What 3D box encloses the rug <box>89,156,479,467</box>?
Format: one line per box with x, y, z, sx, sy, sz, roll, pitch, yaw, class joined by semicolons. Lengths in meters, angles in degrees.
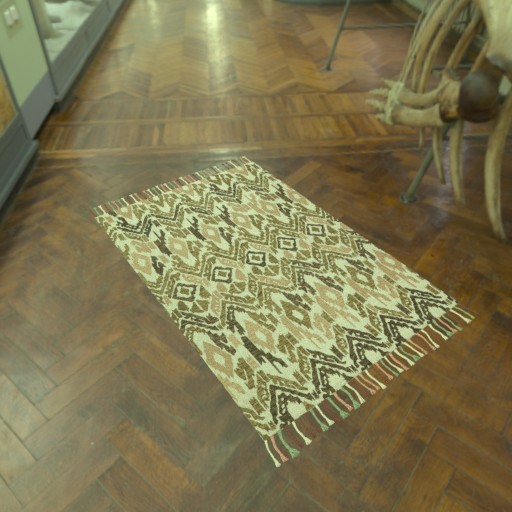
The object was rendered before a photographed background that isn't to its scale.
0.000;0.000;3.028;1.524;0.008;2.438;-25;47;-26;rug
